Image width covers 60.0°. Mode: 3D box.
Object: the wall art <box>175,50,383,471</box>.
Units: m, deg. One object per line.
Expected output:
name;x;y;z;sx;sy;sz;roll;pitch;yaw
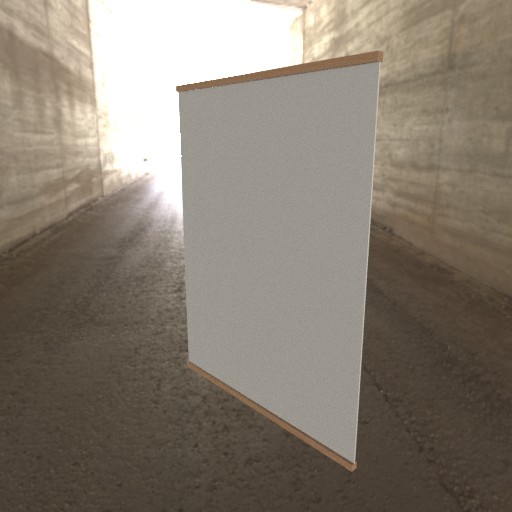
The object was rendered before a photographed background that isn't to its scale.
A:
wall art;0.000;0.000;0.787;0.012;0.608;0.459;-13;19;-41
